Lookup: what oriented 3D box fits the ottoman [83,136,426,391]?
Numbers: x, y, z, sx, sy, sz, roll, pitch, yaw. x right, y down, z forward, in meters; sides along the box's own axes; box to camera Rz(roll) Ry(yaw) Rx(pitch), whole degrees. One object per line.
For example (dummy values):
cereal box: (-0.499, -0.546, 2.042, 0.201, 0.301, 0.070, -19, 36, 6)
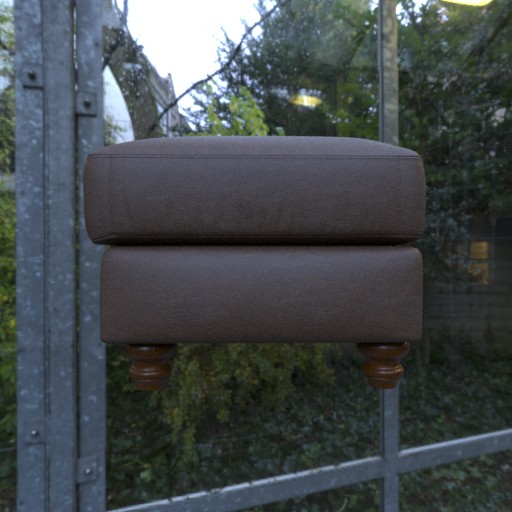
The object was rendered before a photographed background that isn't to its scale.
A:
ottoman: (0.000, 0.000, 1.154, 0.635, 0.508, 0.787, 0, -1, -1)
